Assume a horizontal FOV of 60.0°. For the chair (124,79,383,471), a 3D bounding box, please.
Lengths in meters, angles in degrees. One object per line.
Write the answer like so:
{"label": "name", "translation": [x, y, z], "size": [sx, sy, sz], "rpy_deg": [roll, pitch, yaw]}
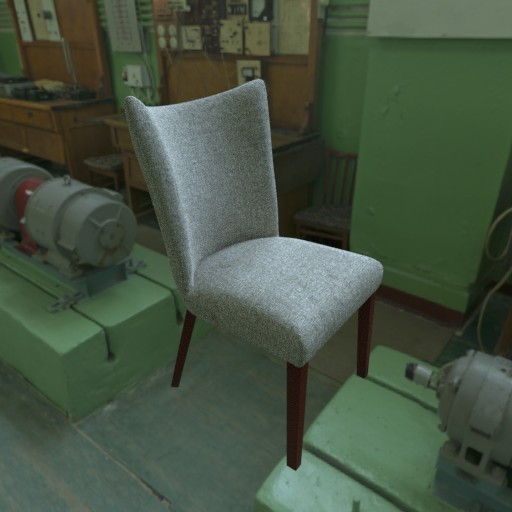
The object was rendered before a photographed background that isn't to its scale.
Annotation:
{"label": "chair", "translation": [0.000, 0.000, 1.314], "size": [0.623, 0.924, 0.535], "rpy_deg": [19, 33, 32]}
